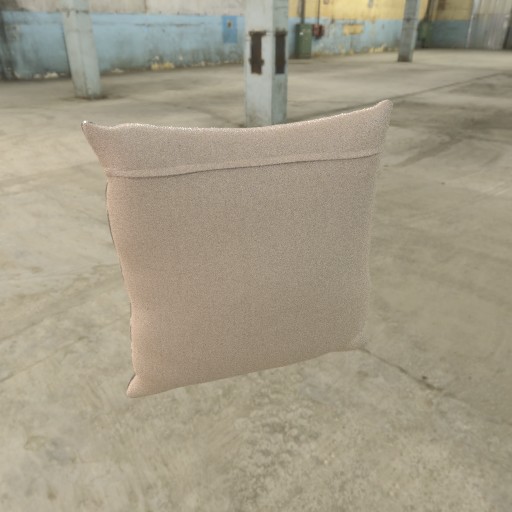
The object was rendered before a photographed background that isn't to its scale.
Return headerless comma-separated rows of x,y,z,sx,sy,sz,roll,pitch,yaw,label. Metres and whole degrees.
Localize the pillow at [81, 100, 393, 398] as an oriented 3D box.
0.000,0.000,0.682,0.440,0.441,0.182,-9,28,-17,pillow
